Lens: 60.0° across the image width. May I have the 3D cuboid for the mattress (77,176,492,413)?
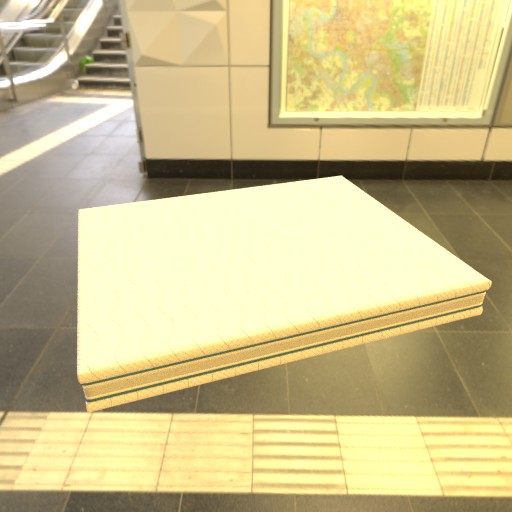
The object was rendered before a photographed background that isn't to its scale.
[{"bbox_3d":[0.000,0.000,2.680,2.000,0.230,1.600,-10,32,-16],"label":"mattress"}]
